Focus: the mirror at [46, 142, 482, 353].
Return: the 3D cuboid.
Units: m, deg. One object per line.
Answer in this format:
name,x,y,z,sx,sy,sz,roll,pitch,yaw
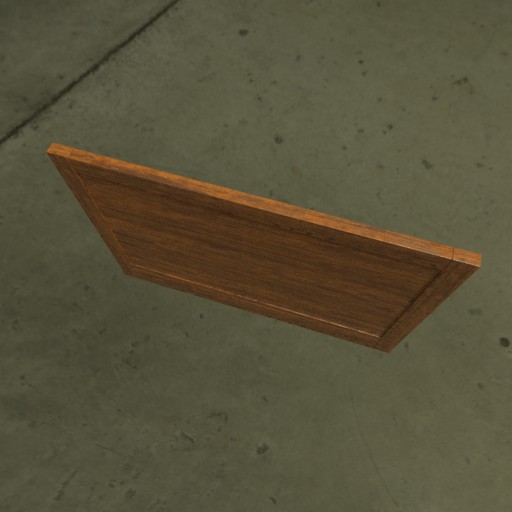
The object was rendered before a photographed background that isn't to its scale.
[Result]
mirror,0.000,0.000,0.997,0.758,0.537,0.084,16,65,8
